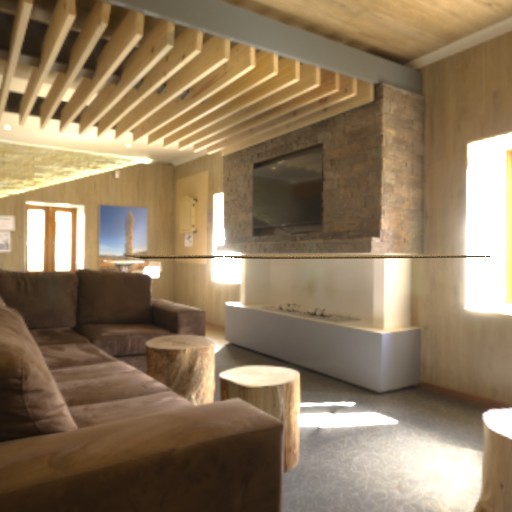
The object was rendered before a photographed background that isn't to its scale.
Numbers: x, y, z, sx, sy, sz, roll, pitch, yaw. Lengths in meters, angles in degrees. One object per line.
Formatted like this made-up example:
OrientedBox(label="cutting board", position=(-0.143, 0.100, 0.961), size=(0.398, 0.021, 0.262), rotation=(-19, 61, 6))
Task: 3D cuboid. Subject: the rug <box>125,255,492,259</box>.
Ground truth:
OrientedBox(label="rug", position=(0.000, 0.000, 5.045), size=(2.782, 0.025, 3.935), rotation=(0, 0, -18))
